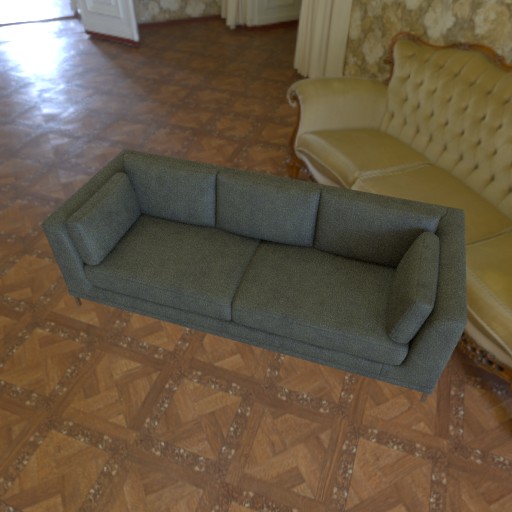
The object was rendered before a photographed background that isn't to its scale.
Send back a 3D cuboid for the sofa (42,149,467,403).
[{"bbox_3d":[0.000,0.000,2.902,2.415,0.867,0.969,13,44,13],"label":"sofa"}]
